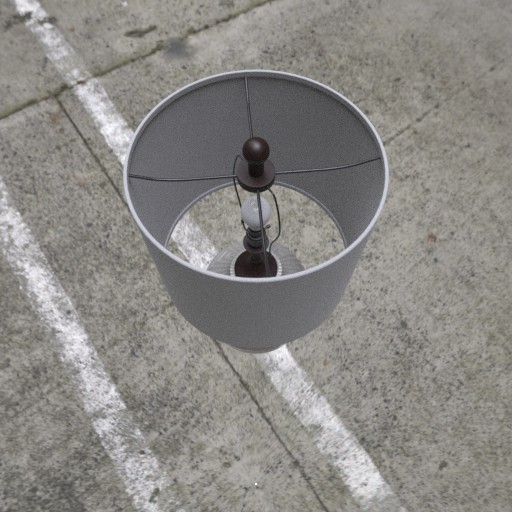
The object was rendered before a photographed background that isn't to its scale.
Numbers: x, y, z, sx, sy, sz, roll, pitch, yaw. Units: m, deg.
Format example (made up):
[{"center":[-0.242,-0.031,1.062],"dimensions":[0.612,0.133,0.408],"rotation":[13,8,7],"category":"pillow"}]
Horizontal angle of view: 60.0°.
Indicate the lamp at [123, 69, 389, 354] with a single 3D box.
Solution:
[{"center":[0.000,0.000,0.755],"dimensions":[0.318,0.567,0.318],"rotation":[0,63,0],"category":"lamp"}]
